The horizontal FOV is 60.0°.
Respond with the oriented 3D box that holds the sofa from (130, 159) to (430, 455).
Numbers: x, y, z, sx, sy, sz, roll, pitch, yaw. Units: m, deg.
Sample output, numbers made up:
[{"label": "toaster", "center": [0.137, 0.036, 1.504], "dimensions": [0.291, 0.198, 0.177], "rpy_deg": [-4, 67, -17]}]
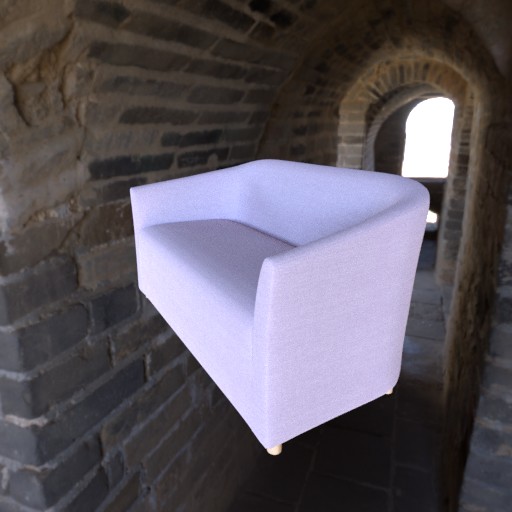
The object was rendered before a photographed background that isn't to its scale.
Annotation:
[{"label": "sofa", "center": [0.000, 0.000, 1.850], "dimensions": [0.705, 0.721, 1.452], "rpy_deg": [-8, 18, -27]}]
